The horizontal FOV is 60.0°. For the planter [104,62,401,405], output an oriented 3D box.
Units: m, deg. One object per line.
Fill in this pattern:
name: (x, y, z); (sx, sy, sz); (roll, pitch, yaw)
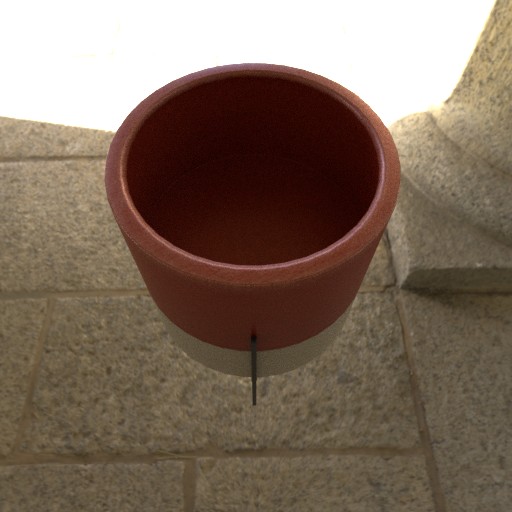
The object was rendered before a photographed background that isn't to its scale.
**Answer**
planter: (0.000, 0.000, 0.714); (0.354, 0.465, 0.345); (-27, 63, -15)
